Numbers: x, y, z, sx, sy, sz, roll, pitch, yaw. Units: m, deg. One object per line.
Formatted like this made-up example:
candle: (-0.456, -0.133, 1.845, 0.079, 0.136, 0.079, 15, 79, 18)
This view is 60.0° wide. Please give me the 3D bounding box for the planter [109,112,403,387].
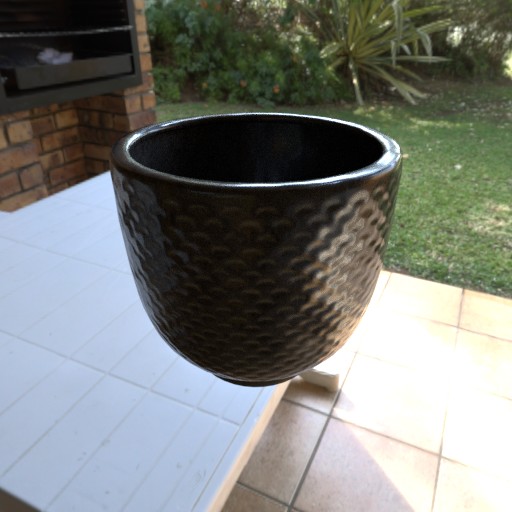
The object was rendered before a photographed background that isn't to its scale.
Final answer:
planter: (0.000, 0.000, 0.305, 0.172, 0.160, 0.172, 0, 29, 0)
